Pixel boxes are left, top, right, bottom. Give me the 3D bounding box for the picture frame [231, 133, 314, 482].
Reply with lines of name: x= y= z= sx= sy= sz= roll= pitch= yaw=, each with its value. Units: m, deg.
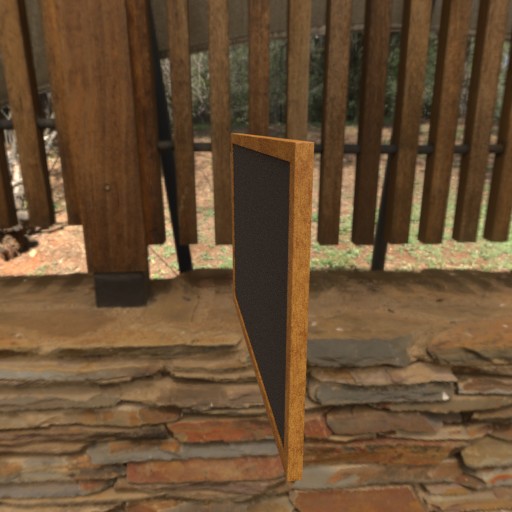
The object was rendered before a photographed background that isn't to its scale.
picture frame: x=0.000 y=0.000 z=1.189 sx=0.029 sy=0.621 sz=0.922 roll=-3 pitch=16 yaw=-9
